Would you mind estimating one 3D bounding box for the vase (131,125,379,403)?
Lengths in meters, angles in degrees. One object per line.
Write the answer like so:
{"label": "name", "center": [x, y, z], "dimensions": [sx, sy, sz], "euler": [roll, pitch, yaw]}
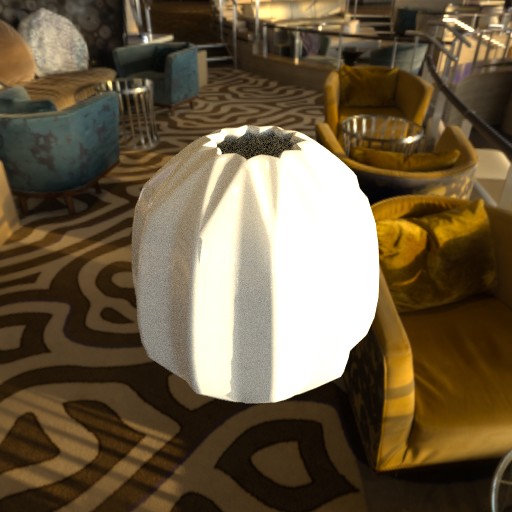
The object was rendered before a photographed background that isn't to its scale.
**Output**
{"label": "vase", "center": [0.000, 0.000, 0.250], "dimensions": [0.139, 0.134, 0.139], "euler": [0, 33, 0]}
